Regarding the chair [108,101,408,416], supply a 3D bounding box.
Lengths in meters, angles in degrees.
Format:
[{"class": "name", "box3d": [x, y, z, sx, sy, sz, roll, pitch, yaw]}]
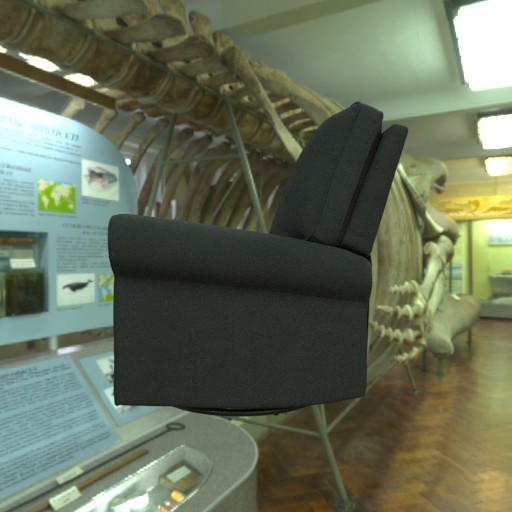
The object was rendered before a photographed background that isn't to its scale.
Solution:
[{"class": "chair", "box3d": [0.000, 0.000, 1.639, 0.878, 0.961, 0.890, 0, 1, -1]}]
